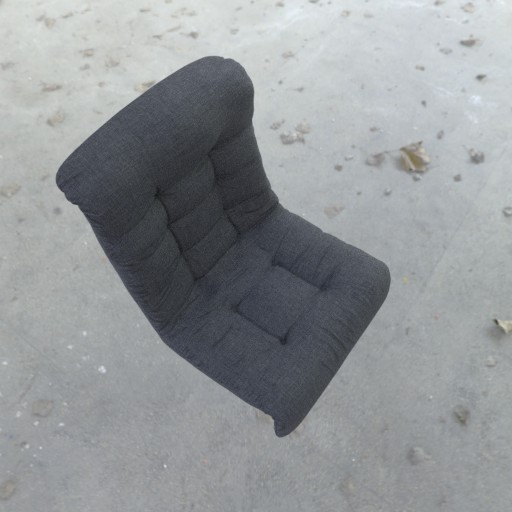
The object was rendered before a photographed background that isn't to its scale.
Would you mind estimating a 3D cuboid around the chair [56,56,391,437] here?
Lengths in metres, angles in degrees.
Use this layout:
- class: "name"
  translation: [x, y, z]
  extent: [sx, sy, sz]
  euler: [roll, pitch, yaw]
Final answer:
- class: "chair"
  translation: [0.000, 0.000, 1.199]
  extent: [0.668, 0.749, 0.597]
  euler: [32, 62, 19]
